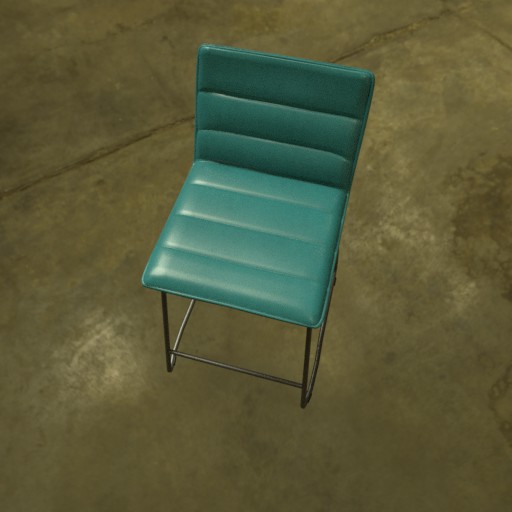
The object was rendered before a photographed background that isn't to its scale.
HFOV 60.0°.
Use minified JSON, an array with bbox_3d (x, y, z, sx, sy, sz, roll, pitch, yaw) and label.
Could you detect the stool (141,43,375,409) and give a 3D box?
[{"bbox_3d":[0.000,0.000,1.180,0.489,0.866,0.524,13,60,8],"label":"stool"}]
